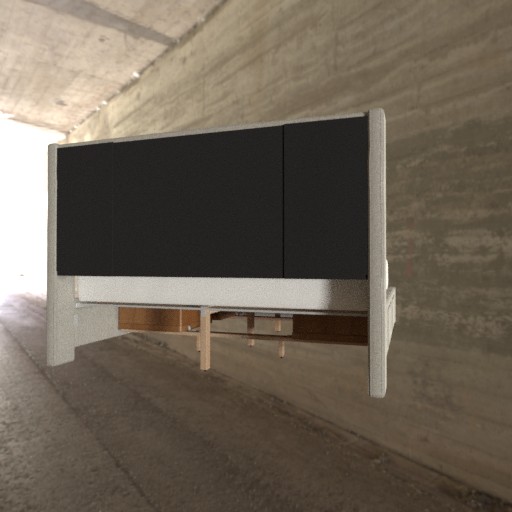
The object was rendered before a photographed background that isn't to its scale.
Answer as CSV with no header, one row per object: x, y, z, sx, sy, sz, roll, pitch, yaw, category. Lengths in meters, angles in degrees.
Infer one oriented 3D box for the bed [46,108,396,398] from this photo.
0.000,0.000,3.638,2.140,1.470,2.280,0,-1,19,bed
